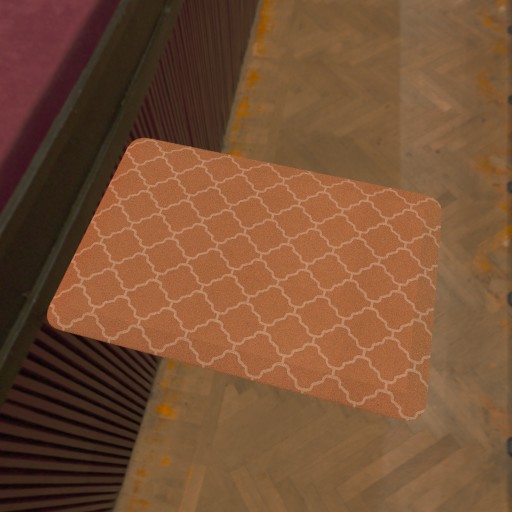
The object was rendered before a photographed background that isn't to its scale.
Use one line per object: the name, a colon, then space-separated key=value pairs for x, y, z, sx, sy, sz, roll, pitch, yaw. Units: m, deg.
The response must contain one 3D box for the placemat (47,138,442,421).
placemat: x=0.000 y=0.000 z=0.950 sx=0.762 sy=0.021 sz=0.508 roll=13 pitch=64 yaw=6
